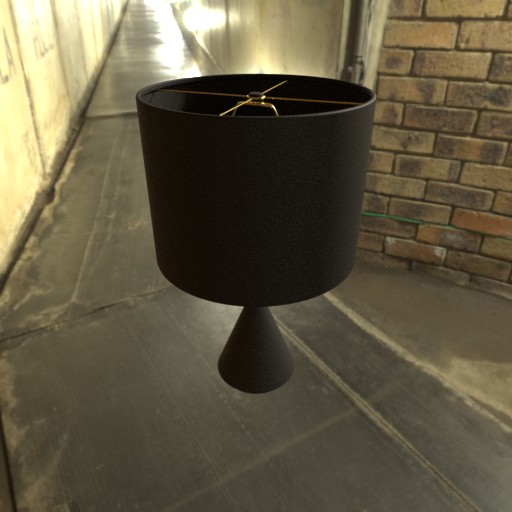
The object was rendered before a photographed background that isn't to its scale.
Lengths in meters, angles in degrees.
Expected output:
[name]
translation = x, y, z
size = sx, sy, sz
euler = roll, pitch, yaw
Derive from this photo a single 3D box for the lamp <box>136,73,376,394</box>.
[lamp]
translation = 0.000, 0.000, 0.823
size = 0.359, 0.584, 0.359
euler = 10, 32, 17
